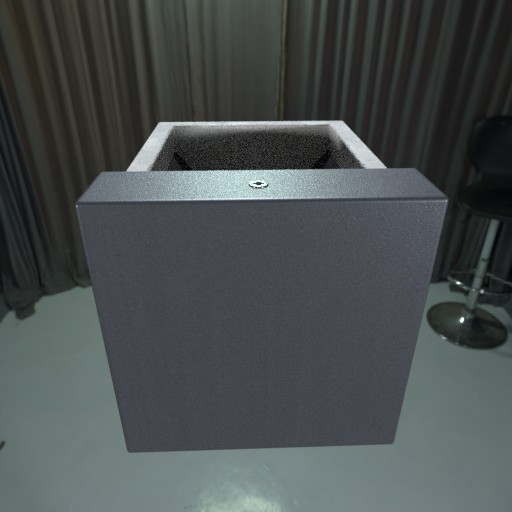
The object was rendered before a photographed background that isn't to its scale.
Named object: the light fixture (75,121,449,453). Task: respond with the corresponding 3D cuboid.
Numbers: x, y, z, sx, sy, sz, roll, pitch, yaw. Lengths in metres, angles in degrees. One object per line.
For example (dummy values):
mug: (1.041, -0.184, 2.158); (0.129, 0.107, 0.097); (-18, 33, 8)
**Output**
light fixture: (0.000, 0.000, 0.232); (0.121, 0.121, 0.143); (-1, 29, -2)
